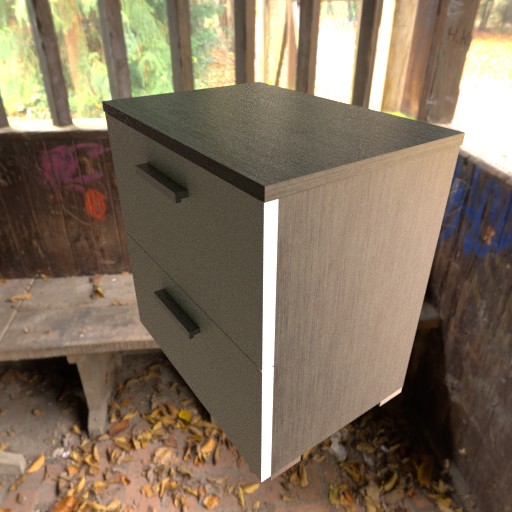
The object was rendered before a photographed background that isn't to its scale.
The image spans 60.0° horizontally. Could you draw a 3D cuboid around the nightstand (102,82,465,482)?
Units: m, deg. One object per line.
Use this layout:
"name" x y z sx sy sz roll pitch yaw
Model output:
"nightstand" 0.000 0.000 0.743 0.325 0.460 0.441 -20 36 -30
